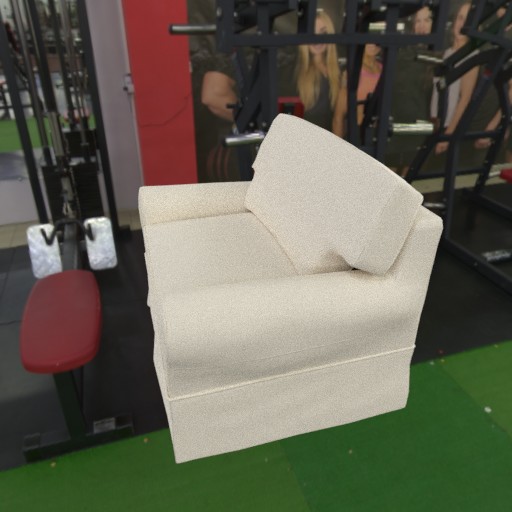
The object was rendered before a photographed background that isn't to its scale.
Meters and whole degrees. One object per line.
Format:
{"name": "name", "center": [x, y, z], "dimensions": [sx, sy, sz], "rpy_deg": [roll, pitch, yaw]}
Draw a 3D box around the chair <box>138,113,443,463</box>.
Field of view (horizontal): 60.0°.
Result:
{"name": "chair", "center": [0.000, 0.000, 1.781], "dimensions": [0.904, 0.958, 1.099], "rpy_deg": [-8, 30, -14]}
